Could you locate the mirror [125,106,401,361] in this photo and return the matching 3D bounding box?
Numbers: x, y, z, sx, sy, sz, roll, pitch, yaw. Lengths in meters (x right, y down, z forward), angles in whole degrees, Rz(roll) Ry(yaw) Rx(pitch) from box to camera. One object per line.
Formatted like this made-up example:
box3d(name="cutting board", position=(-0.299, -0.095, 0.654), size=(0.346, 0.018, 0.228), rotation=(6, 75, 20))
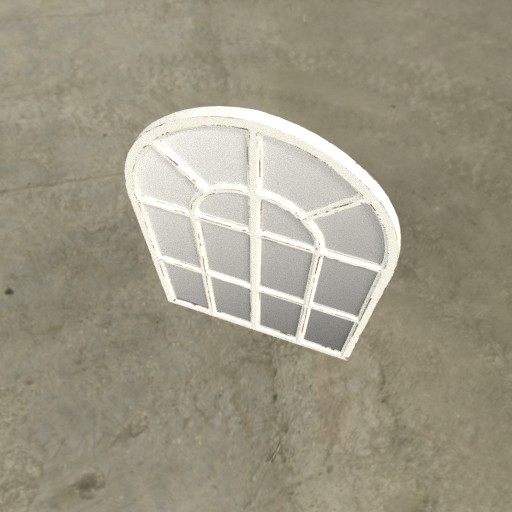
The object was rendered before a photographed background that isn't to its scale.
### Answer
box3d(name="mirror", position=(0.000, 0.000, 1.158), size=(0.660, 0.920, 0.032), rotation=(17, 59, 10))
